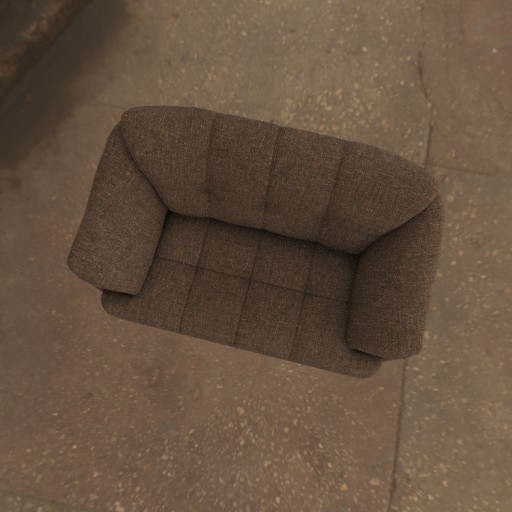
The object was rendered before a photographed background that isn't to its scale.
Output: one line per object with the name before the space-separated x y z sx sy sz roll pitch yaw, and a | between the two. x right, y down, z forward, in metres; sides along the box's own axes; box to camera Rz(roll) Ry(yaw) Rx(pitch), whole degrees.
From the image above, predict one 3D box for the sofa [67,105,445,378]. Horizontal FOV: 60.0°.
sofa | 0.000 0.000 1.944 1.404 0.895 0.799 13 76 3
